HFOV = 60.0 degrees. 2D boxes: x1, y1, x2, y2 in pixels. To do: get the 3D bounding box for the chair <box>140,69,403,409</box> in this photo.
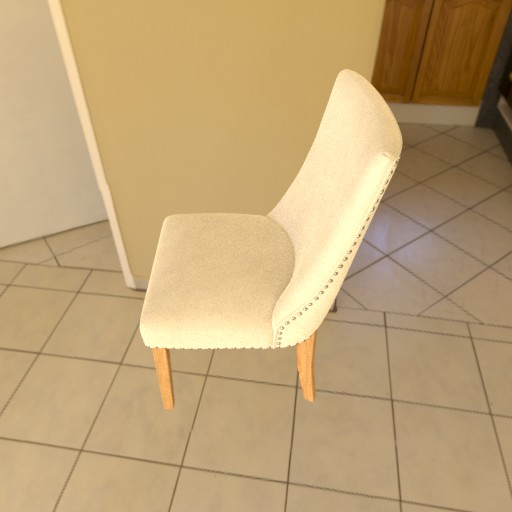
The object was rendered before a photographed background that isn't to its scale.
[{"bbox_3d":[0.000,0.000,1.279,0.610,0.902,0.495,-1,41,-1],"label":"chair"}]
